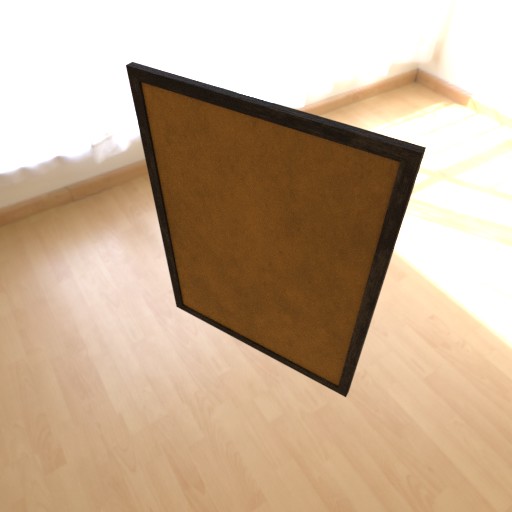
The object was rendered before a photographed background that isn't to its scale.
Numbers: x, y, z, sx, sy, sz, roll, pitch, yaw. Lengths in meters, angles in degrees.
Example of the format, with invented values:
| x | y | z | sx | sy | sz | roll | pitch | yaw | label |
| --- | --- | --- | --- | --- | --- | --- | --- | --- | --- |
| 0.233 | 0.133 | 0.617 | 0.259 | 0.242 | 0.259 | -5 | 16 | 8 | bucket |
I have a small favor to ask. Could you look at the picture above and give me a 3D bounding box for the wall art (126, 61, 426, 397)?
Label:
| x | y | z | sx | sy | sz | roll | pitch | yaw | label |
| --- | --- | --- | --- | --- | --- | --- | --- | --- | --- |
| 0.000 | 0.000 | 1.441 | 0.812 | 1.066 | 0.029 | 24 | 51 | 21 | wall art |
